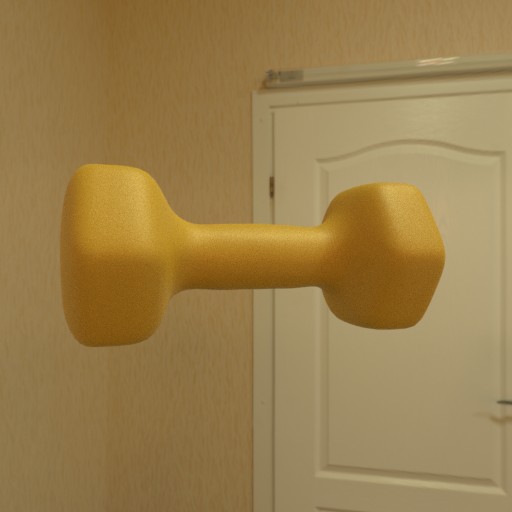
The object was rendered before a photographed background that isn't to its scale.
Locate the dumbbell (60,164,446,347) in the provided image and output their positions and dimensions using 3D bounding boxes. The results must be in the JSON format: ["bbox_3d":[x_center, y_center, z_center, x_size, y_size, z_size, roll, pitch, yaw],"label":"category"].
[{"bbox_3d":[0.000,0.000,0.235,0.190,0.082,0.090,0,0,-18],"label":"dumbbell"}]
